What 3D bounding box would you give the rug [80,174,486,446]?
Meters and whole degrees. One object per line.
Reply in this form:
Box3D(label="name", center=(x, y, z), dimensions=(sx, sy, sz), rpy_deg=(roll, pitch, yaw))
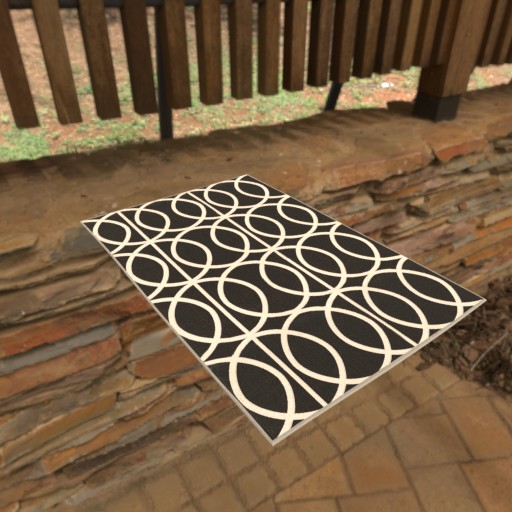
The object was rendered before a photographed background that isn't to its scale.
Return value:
Box3D(label="rug", center=(0.000, 0.000, 2.856), dimensions=(1.528, 0.014, 2.294), rpy_deg=(-22, 39, -30))
